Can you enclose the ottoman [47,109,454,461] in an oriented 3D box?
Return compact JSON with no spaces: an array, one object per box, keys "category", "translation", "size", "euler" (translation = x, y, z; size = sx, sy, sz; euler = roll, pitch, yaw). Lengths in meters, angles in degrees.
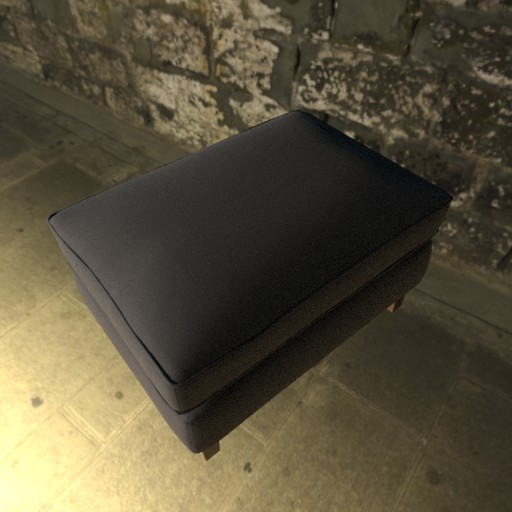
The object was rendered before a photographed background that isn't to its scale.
[{"category":"ottoman","translation":[0.000,0.000,0.975],"size":[0.686,0.406,0.508],"euler":[-30,54,-26]}]
